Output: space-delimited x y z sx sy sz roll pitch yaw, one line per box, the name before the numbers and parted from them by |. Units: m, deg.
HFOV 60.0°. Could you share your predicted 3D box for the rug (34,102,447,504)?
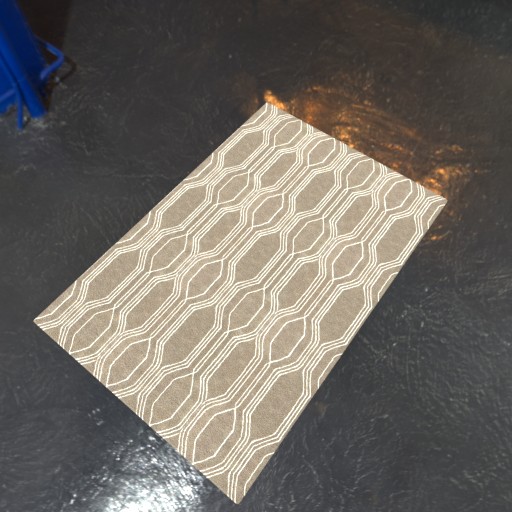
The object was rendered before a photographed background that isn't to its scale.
rug | 0.000 0.000 2.255 1.239 0.012 1.836 34 67 17
